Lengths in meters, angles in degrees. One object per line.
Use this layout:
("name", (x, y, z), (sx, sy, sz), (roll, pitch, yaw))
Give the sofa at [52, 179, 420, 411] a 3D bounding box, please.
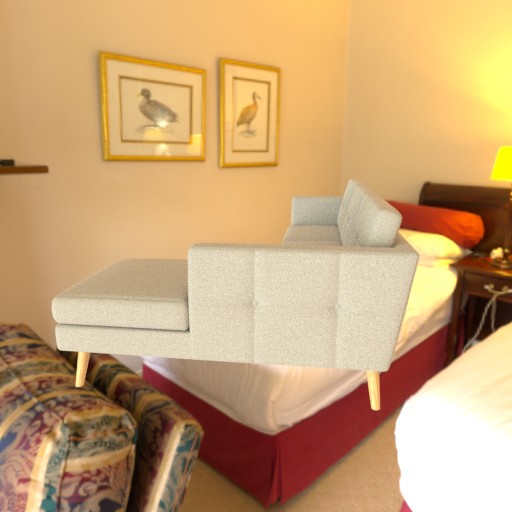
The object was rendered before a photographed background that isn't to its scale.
("sofa", (0.000, 0.000, 2.789), (1.530, 0.860, 2.040), (2, 14, 8))
